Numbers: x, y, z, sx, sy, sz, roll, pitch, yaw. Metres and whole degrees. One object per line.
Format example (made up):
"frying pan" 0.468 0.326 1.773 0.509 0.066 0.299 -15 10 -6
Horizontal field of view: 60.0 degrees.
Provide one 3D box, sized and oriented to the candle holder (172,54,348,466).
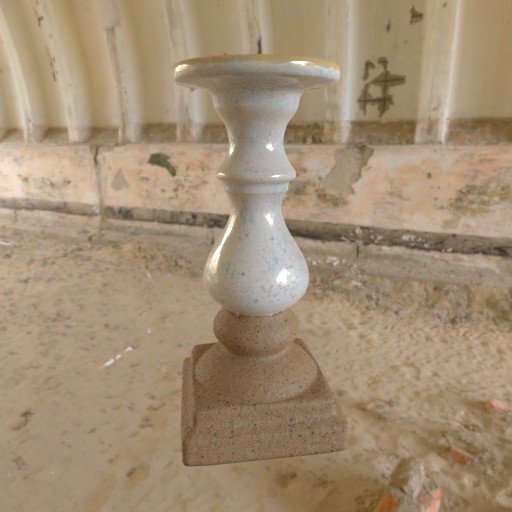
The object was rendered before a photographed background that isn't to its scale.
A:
"candle holder" 0.000 0.000 0.302 0.110 0.239 0.110 -2 16 -8
